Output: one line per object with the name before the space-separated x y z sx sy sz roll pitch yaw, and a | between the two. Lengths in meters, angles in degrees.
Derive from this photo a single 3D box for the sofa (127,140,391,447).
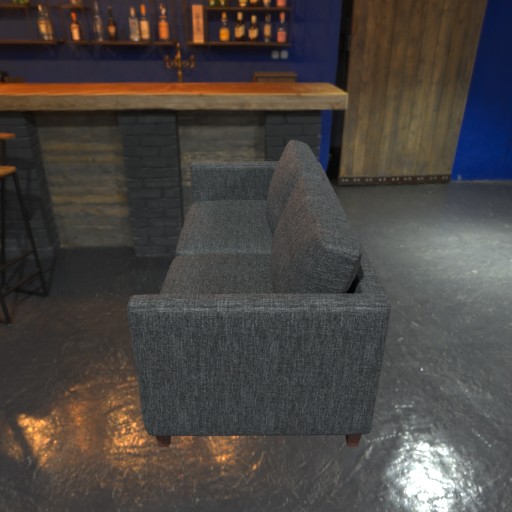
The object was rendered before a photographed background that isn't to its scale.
sofa | 0.000 0.000 2.463 0.950 0.963 1.884 0 27 0
